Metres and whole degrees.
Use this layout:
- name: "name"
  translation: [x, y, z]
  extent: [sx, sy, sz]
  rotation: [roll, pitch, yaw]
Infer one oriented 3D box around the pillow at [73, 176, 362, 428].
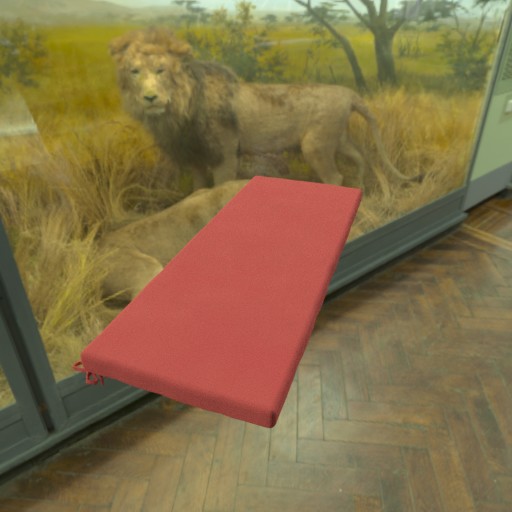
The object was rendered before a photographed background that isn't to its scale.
- name: "pillow"
  translation: [0.000, 0.000, 1.379]
  extent: [0.492, 0.081, 1.187]
  rotation: [11, 33, 17]
